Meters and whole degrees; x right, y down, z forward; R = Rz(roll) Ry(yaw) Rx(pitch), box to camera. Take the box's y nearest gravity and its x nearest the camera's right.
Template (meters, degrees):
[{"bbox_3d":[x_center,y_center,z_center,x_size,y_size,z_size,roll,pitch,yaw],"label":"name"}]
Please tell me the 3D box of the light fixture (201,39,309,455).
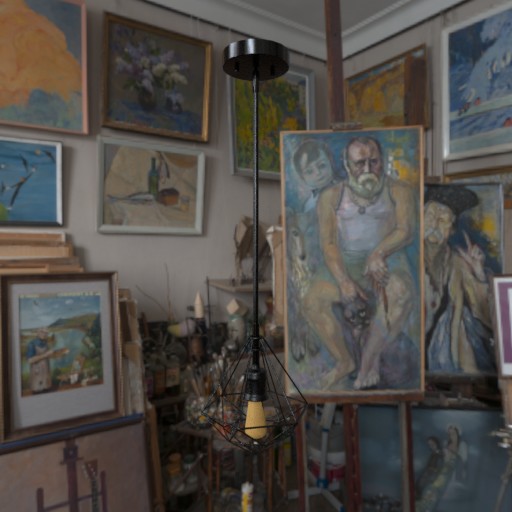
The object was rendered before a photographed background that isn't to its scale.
[{"bbox_3d":[0.000,0.000,1.955,0.431,1.764,0.487,0,1,17],"label":"light fixture"}]
